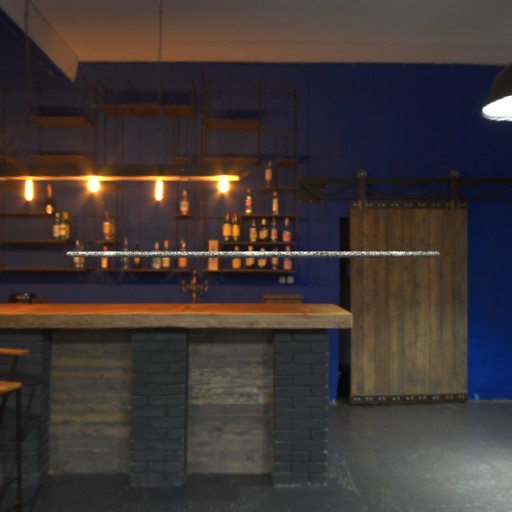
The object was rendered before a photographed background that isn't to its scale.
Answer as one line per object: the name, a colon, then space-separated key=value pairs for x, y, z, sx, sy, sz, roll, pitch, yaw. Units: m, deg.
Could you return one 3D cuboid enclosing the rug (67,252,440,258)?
rug: x=0.000 y=0.000 z=3.463 sx=1.801 sy=0.026 sz=2.701 roll=0 pitch=0 yaw=1
